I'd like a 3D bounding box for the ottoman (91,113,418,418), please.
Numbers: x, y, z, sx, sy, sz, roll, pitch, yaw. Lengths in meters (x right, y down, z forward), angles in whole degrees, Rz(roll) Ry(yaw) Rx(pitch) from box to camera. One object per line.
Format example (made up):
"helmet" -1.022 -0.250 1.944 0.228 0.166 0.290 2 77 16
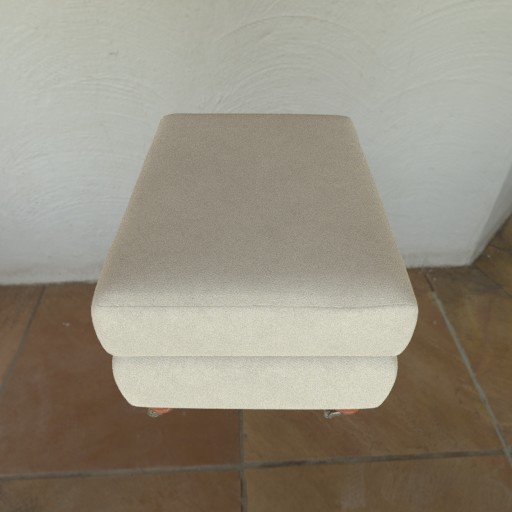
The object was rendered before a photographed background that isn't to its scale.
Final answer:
"ottoman" 0.000 0.000 1.133 0.569 0.504 0.773 0 41 0
